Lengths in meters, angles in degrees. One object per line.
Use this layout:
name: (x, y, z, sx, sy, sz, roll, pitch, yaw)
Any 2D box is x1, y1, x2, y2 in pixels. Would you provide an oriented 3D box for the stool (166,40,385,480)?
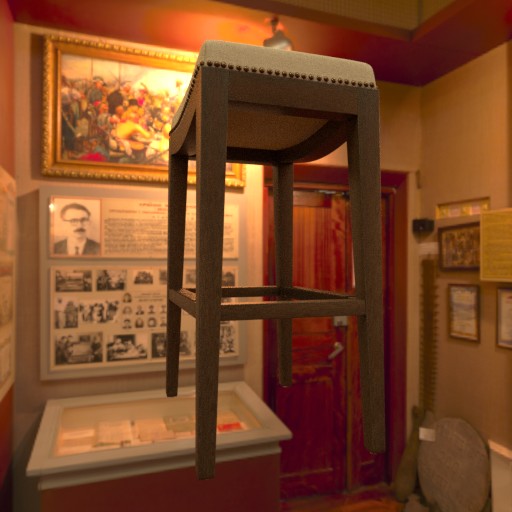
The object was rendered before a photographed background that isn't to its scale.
stool: (0.000, 0.000, 1.027, 0.358, 0.759, 0.498, 0, -1, -18)
